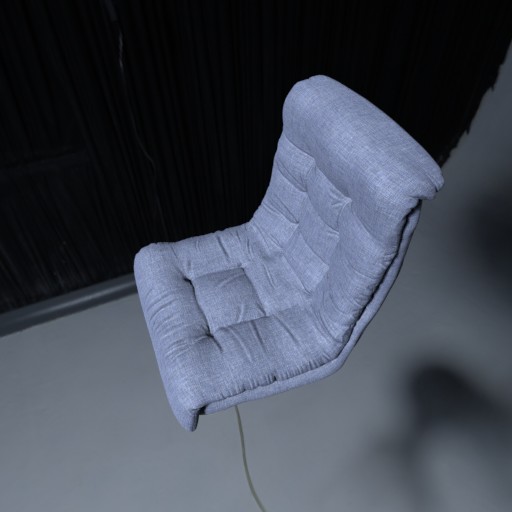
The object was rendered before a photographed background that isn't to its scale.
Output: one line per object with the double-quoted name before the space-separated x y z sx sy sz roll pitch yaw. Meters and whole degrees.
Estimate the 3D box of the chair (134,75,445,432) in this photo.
"chair" 0.000 0.000 1.230 0.668 0.749 0.597 -16 48 -16
